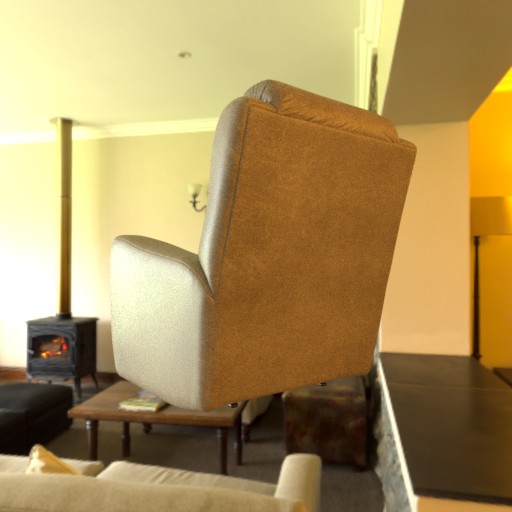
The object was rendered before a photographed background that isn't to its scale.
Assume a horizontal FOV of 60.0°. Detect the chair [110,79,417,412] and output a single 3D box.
[{"bbox_3d":[0.000,0.000,1.926,0.967,1.116,1.068,0,-1,-37],"label":"chair"}]
